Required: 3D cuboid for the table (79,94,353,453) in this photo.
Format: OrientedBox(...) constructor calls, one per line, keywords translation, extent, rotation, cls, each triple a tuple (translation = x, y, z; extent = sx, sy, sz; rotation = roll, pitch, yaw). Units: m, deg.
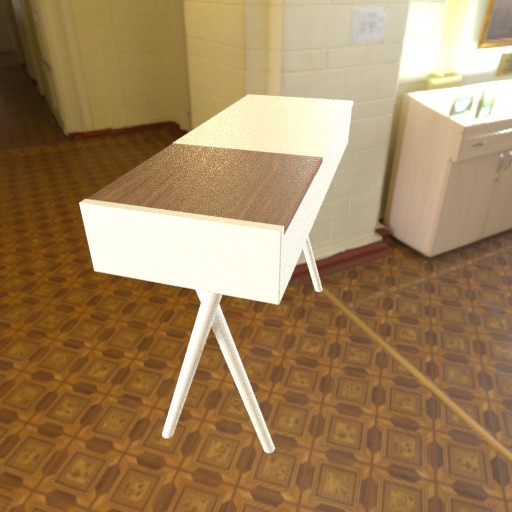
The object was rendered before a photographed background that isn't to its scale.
OrientedBox(translation=(0.000, 0.000, 1.437), extent=(0.418, 0.785, 1.066), rotation=(9, 32, 14), cls="table")
